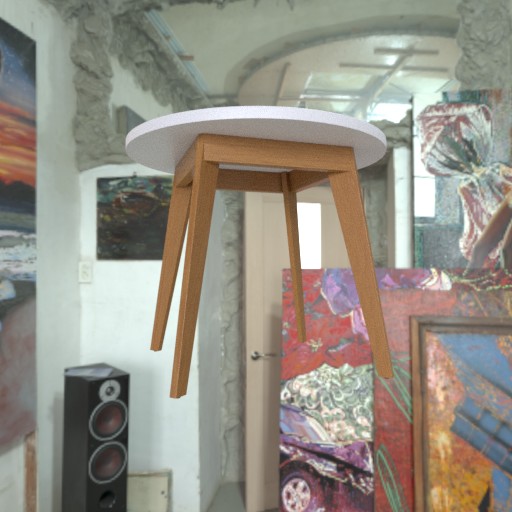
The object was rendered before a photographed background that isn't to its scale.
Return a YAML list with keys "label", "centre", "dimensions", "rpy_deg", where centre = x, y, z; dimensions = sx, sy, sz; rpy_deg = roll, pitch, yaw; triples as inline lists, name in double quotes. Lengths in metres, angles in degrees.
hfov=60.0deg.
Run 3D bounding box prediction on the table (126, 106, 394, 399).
- label: "table"
  centre: [0.000, 0.000, 1.583]
  dimensions: [0.896, 0.762, 0.896]
  rpy_deg: [0, -1, 0]
